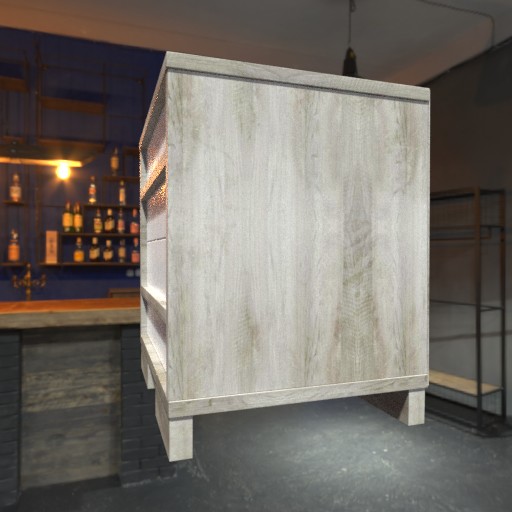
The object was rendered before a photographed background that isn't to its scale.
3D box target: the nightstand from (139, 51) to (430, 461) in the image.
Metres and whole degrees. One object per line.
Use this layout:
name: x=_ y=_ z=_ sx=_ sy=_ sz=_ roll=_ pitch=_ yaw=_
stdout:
nightstand: x=0.000 y=0.000 z=0.738 sx=0.347 sy=0.448 sz=0.427 roll=0 pitch=1 yaw=-19
